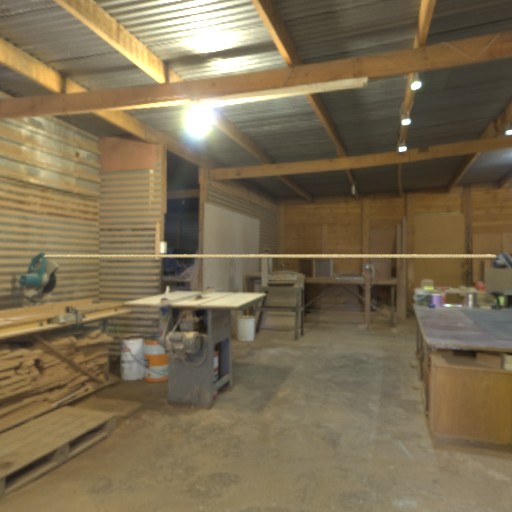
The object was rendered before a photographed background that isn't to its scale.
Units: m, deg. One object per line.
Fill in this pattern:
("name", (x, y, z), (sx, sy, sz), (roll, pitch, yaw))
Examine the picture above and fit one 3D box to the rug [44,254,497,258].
("rug", (0.000, 0.000, 2.476), (2.276, 0.014, 0.678), (0, 0, 17))
